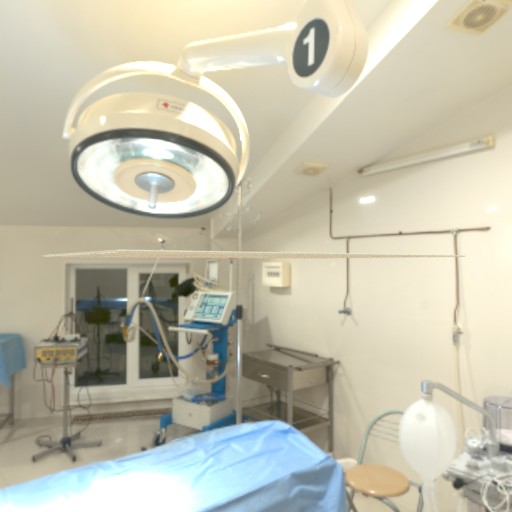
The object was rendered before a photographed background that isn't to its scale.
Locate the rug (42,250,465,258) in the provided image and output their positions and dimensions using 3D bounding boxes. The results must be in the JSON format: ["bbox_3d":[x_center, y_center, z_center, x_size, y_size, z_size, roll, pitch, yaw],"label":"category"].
[{"bbox_3d":[0.000,0.000,2.295,1.827,0.008,1.225,1,-1,-35],"label":"rug"}]
